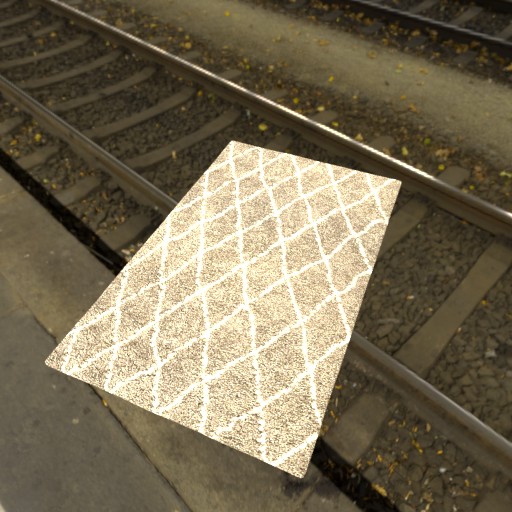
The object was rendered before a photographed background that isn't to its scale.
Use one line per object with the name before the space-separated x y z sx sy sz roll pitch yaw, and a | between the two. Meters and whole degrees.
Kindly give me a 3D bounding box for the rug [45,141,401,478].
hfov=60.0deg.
rug | 0.000 0.000 3.026 1.524 0.030 2.438 17 49 16
